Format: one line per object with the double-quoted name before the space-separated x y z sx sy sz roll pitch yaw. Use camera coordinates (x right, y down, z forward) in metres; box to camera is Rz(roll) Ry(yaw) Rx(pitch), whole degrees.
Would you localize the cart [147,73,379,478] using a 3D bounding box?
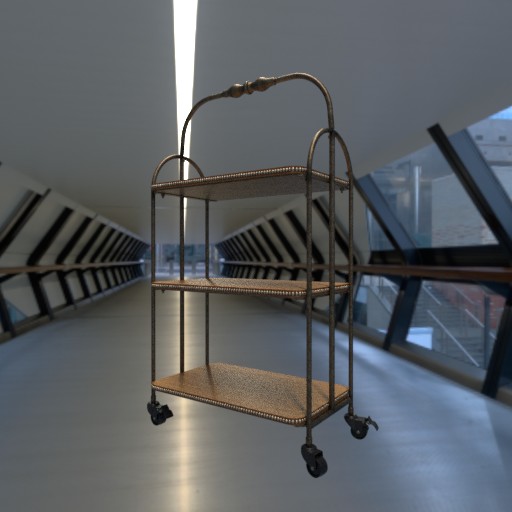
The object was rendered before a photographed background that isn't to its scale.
"cart" 0.000 0.000 1.323 0.650 1.052 0.330 0 0 35
